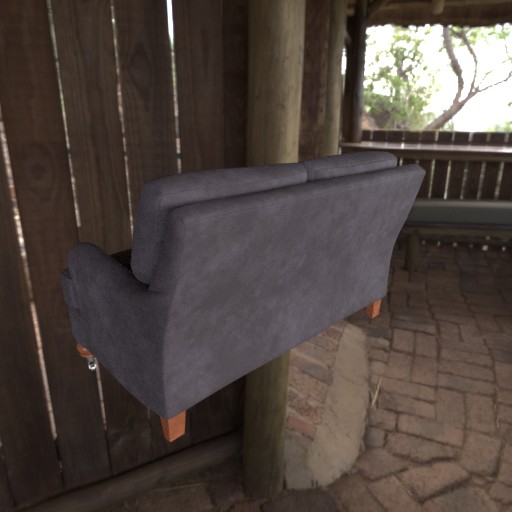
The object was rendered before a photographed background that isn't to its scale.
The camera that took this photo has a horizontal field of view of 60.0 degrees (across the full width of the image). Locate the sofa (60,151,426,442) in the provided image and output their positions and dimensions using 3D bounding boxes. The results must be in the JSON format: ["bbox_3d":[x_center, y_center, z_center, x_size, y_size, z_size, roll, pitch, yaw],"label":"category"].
[{"bbox_3d":[0.000,0.000,2.494,1.084,1.101,1.853,17,25,42],"label":"sofa"}]
